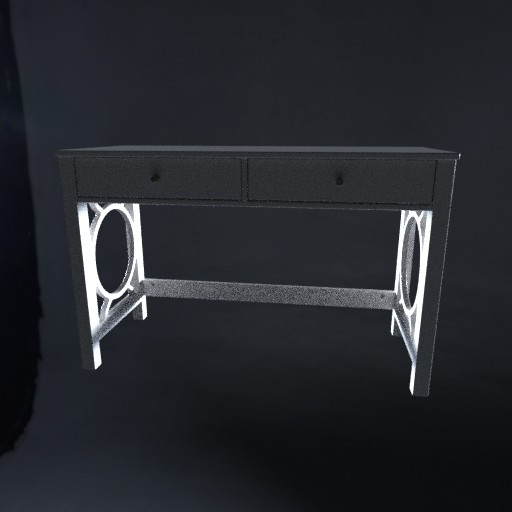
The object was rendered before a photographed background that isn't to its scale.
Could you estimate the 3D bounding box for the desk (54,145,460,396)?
[{"bbox_3d":[0.000,0.000,1.617,1.191,0.762,0.504,2,16,8],"label":"desk"}]
